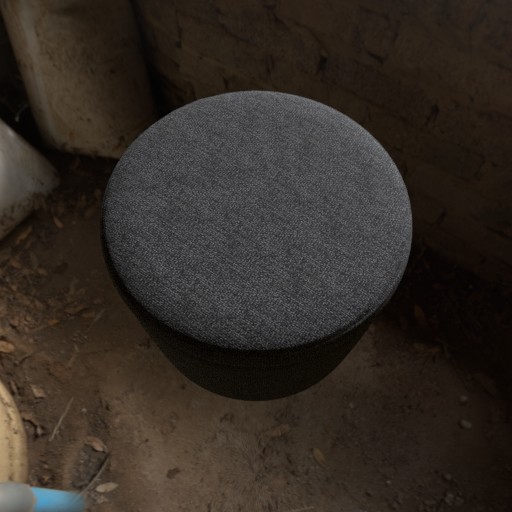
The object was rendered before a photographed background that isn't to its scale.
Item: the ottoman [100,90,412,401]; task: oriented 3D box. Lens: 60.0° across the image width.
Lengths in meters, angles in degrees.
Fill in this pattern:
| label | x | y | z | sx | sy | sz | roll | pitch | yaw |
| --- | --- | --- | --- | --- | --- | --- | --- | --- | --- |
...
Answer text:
| label | x | y | z | sx | sy | sz | roll | pitch | yaw |
| --- | --- | --- | --- | --- | --- | --- | --- | --- | --- |
| ottoman | 0.000 | 0.000 | 0.903 | 0.520 | 0.430 | 0.520 | 0 | 64 | 0 |
